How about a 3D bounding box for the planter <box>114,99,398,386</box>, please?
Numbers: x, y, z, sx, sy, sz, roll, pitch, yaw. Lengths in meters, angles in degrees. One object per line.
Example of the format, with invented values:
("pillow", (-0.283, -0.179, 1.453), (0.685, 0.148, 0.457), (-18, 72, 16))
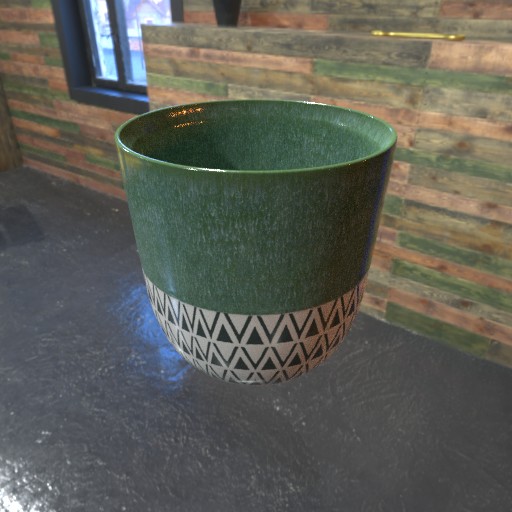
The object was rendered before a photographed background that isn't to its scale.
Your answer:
("planter", (0.000, 0.000, 0.369), (0.195, 0.214, 0.195), (0, 30, 0))
